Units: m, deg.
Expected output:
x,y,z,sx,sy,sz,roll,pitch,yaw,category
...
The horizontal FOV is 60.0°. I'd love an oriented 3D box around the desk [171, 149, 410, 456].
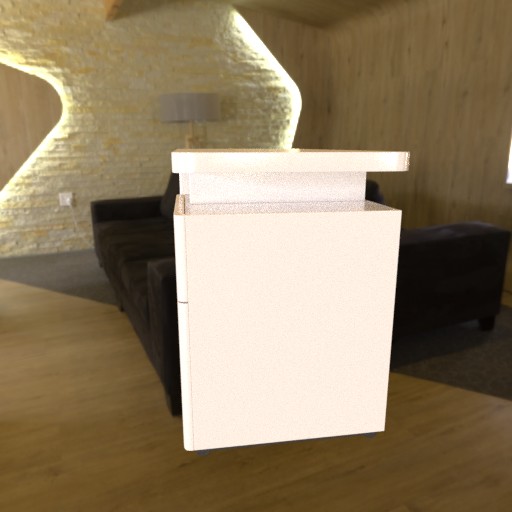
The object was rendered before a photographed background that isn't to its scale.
x,y,z,sx,sy,sz,roll,pitch,yaw,category
0.000,0.000,1.631,0.550,0.760,1.200,-2,14,-9,desk
